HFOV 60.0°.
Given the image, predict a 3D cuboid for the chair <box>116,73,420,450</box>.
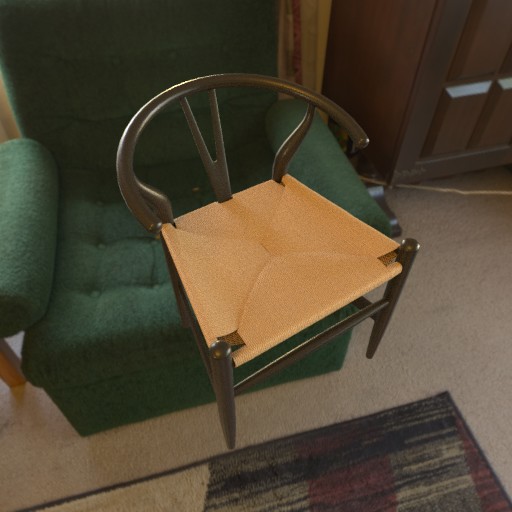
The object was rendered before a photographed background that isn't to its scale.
[{"bbox_3d":[0.000,0.000,1.170,0.570,0.739,0.570,-25,52,-21],"label":"chair"}]
